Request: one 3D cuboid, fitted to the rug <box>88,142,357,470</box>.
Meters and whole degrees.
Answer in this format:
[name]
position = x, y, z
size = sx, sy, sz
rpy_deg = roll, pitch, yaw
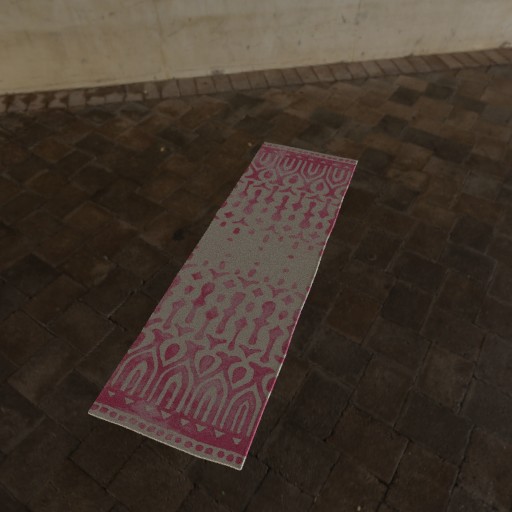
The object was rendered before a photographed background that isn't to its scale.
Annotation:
[rug]
position = 0.000, 0.000, 2.786
size = 0.787, 0.011, 2.458
rpy_deg = 16, 49, 14
